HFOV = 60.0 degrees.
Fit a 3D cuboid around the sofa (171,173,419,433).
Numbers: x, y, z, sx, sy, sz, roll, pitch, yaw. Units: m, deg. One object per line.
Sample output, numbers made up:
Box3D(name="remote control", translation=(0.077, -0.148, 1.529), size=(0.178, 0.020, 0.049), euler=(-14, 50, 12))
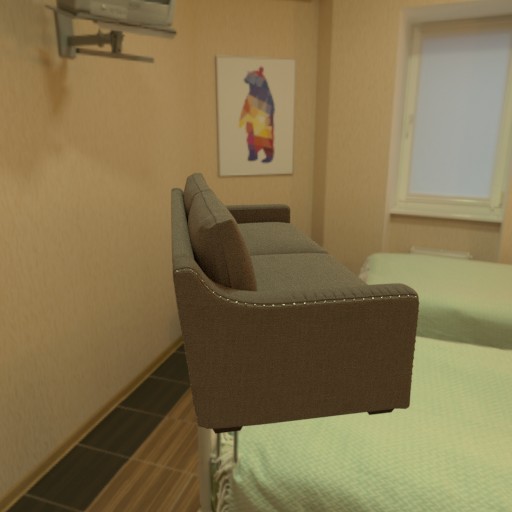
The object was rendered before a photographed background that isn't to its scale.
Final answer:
Box3D(name="sofa", translation=(0.000, 0.000, 2.736), size=(1.000, 0.857, 2.208), euler=(-3, 16, -10))
